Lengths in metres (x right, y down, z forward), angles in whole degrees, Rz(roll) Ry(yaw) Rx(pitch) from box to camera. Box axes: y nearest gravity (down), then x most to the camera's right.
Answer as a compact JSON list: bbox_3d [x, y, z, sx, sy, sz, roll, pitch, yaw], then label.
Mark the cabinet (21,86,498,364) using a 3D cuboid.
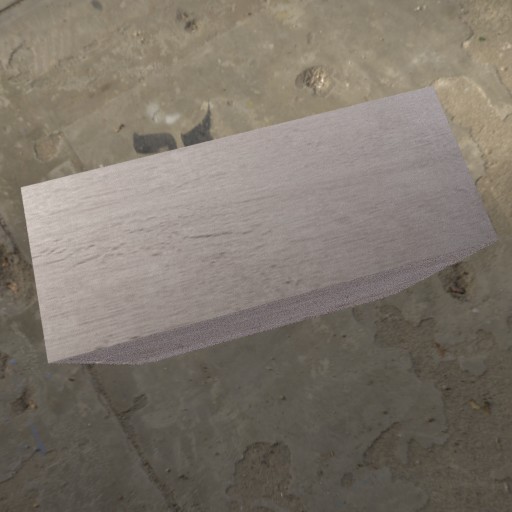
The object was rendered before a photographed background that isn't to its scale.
[{"bbox_3d":[0.000,0.000,1.431,1.040,0.820,0.420,-15,76,-4],"label":"cabinet"}]
